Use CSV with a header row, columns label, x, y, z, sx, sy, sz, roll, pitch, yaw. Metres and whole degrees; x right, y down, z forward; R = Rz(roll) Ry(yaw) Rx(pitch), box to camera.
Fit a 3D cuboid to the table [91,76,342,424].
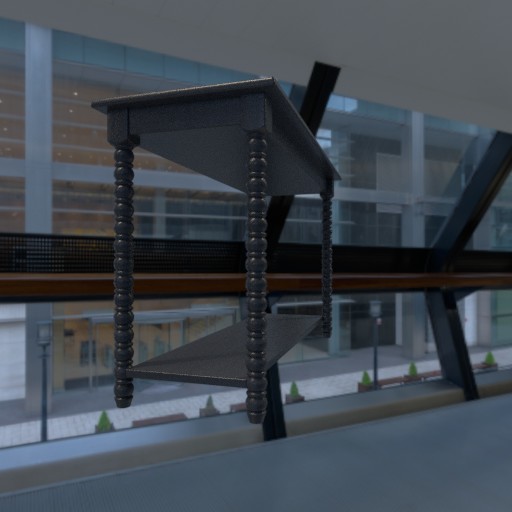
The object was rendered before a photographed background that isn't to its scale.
label,x,y,z,sx,sy,sz,roll,pitch,yaw
table,0.000,0.000,1.538,0.459,0.735,1.184,0,0,17
